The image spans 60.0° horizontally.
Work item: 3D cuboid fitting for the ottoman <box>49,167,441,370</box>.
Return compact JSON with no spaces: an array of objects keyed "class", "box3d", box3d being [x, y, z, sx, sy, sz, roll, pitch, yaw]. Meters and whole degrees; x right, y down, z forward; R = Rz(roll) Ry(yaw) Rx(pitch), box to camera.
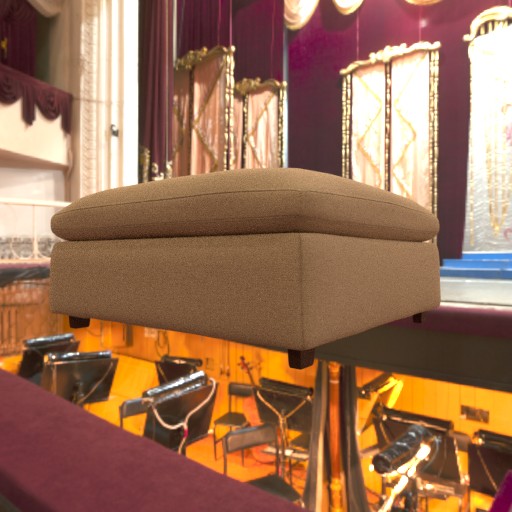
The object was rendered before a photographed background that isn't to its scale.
[{"class":"ottoman","box3d":[0.000,0.000,1.500,0.977,0.467,0.996,0,0,37]}]
